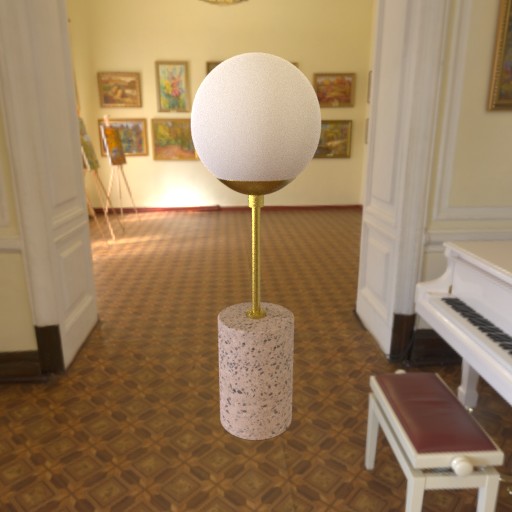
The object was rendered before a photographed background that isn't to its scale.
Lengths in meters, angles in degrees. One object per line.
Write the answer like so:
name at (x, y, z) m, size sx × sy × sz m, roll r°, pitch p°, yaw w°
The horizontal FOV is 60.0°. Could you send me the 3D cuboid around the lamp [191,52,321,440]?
lamp at (0.000, 0.000, 0.571) m, size 0.153 × 0.480 × 0.153 m, roll 0°, pitch 16°, yaw 0°
